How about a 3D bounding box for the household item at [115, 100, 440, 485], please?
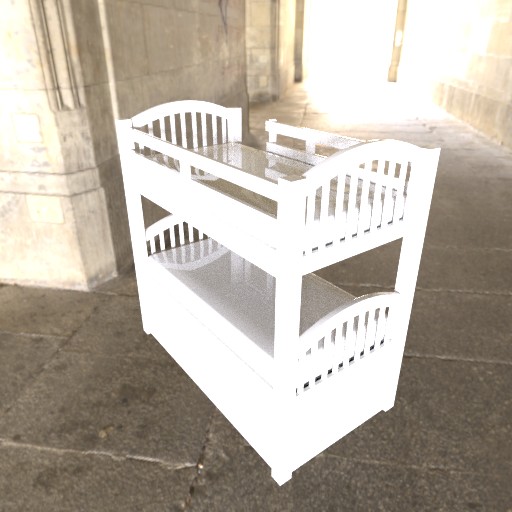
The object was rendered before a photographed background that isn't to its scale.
[{"bbox_3d":[0.000,0.000,3.330,1.143,2.032,2.032,-18,32,-32],"label":"household item"}]
